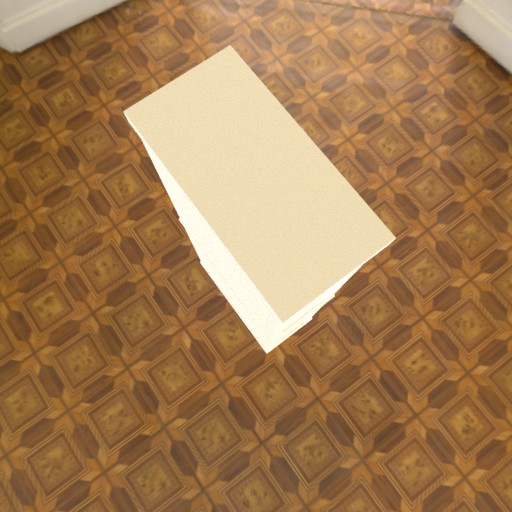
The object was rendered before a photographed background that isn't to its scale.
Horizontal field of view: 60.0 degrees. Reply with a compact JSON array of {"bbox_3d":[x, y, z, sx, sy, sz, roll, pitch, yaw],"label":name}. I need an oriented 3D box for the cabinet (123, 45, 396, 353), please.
[{"bbox_3d":[0.000,0.000,2.107,0.390,1.829,0.754,-36,78,-9],"label":"cabinet"}]
